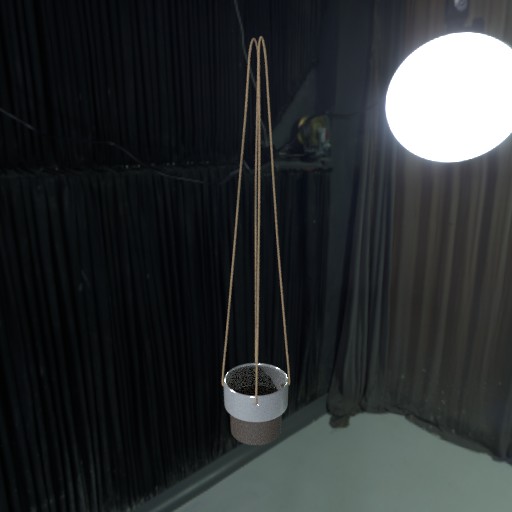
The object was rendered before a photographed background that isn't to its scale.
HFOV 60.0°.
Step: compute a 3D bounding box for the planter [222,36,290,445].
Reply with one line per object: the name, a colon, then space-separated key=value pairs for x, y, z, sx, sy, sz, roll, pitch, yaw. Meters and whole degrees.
planter: x=0.000 y=0.000 z=1.191 sx=0.187 sy=1.073 sz=0.187 roll=14 pitch=21 yaw=43
